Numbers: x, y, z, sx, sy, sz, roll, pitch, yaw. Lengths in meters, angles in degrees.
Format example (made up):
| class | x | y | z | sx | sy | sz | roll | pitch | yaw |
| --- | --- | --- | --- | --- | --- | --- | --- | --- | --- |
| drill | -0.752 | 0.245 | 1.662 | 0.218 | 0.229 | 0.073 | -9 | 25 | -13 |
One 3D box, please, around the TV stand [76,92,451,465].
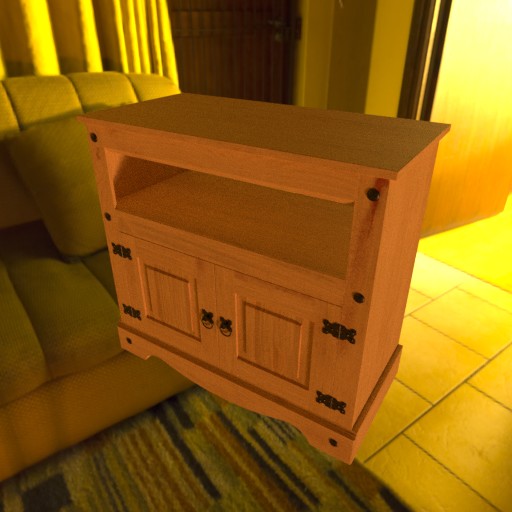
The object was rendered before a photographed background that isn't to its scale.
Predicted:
| class | x | y | z | sx | sy | sz | roll | pitch | yaw |
| --- | --- | --- | --- | --- | --- | --- | --- | --- | --- |
| TV stand | 0.000 | 0.000 | 1.309 | 0.851 | 0.787 | 0.430 | 17 | 34 | 28 |
